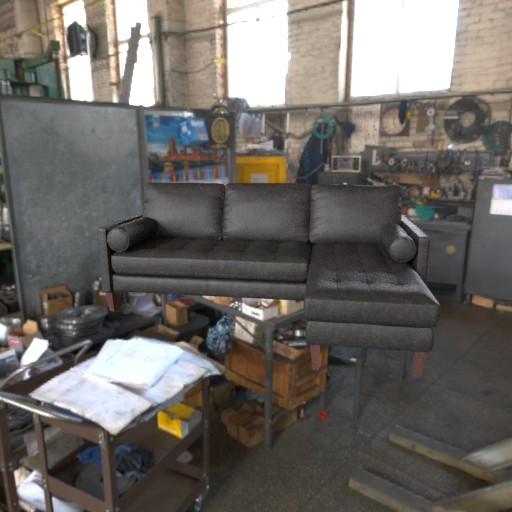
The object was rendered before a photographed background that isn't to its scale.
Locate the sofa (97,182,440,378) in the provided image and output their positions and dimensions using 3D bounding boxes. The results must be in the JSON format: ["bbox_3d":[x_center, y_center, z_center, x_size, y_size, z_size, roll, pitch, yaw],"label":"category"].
[{"bbox_3d":[0.000,0.000,2.950,2.178,0.876,1.497,2,14,9],"label":"sofa"}]
